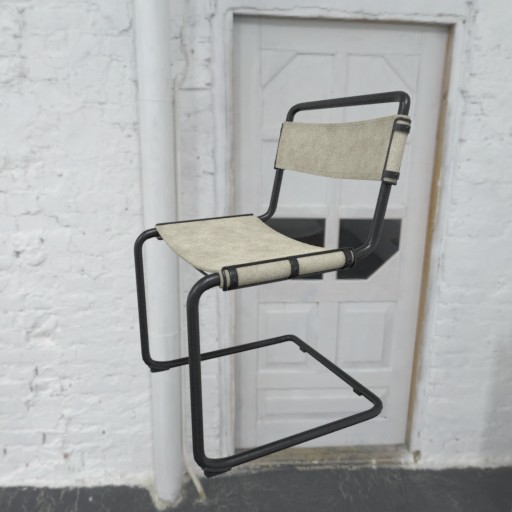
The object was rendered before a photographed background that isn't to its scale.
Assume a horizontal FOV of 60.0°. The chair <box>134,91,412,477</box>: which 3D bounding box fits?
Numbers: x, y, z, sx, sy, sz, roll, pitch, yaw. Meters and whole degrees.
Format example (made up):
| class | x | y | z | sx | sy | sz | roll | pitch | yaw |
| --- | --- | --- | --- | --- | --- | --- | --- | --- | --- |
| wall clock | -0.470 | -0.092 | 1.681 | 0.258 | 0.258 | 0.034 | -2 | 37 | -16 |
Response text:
| class | x | y | z | sx | sy | sz | roll | pitch | yaw |
| --- | --- | --- | --- | --- | --- | --- | --- | --- | --- |
| chair | 0.000 | 0.000 | 1.080 | 0.497 | 0.747 | 0.499 | -7 | 17 | -25 |
